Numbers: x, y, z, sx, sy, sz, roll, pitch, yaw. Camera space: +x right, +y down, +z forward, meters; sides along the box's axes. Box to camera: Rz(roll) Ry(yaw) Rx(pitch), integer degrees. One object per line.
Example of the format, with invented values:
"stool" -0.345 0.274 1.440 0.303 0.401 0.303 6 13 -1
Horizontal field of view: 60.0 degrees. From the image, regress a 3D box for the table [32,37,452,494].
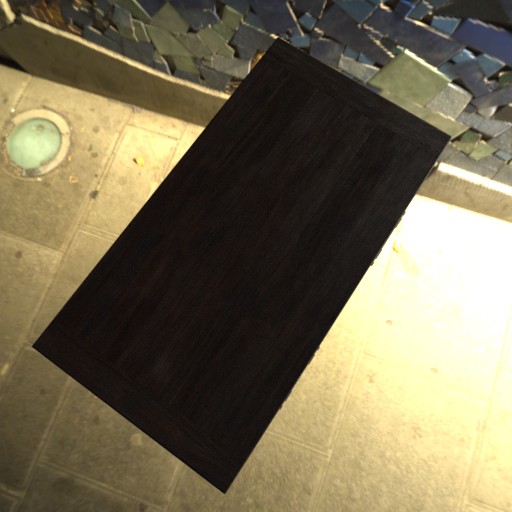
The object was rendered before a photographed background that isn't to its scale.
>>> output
"table" 0.000 0.000 1.583 0.700 0.494 1.270 33 78 8
